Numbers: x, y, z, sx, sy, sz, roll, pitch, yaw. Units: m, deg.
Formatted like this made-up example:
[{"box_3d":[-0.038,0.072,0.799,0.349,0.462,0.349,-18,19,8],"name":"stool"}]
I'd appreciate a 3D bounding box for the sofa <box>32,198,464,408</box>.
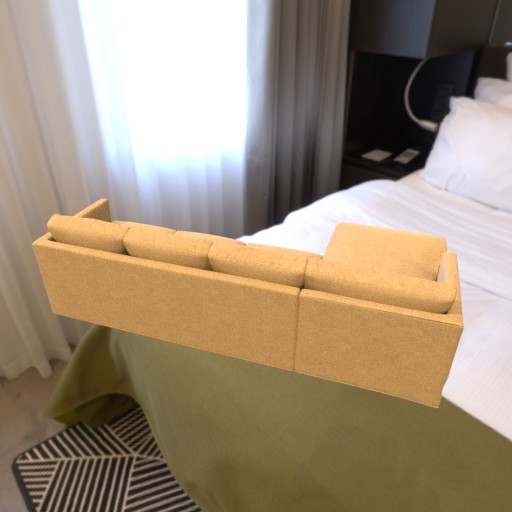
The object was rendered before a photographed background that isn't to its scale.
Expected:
[{"box_3d":[0.000,0.000,3.848,3.198,0.920,1.638,10,33,16],"name":"sofa"}]
